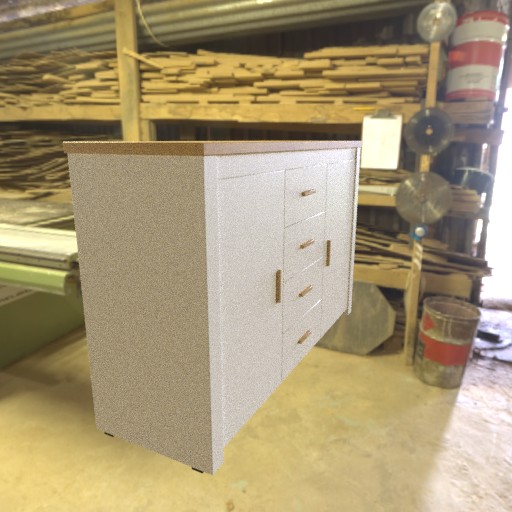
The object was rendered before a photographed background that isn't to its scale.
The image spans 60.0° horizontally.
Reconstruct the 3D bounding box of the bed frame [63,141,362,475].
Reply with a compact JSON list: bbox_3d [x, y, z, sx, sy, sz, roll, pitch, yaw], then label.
[{"bbox_3d":[0.000,0.000,1.696,0.430,0.850,1.300,8,17,27],"label":"bed frame"}]
